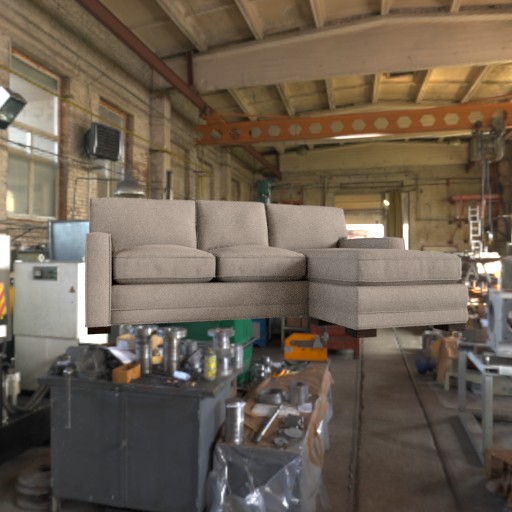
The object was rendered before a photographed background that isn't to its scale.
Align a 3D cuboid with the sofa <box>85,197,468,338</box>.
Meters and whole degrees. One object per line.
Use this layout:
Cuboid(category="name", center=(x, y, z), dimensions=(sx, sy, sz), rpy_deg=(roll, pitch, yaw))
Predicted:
Cuboid(category="sofa", center=(0.000, 0.000, 2.904), dimensions=(2.087, 0.861, 1.496), rpy_deg=(0, 0, -19))
